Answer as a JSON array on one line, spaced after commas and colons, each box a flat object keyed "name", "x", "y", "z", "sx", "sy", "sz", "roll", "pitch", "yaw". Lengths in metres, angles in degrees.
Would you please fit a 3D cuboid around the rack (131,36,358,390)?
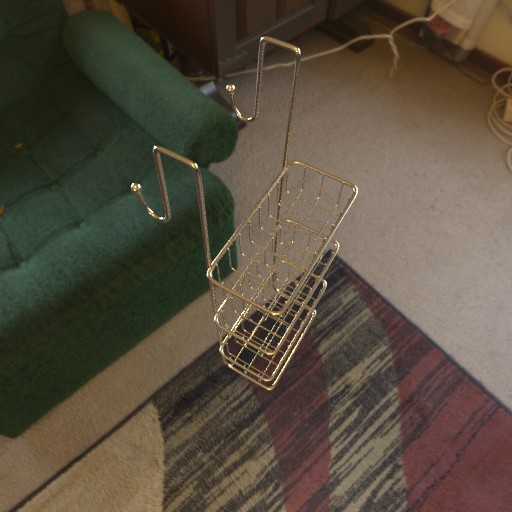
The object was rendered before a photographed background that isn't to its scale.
[{"name": "rack", "x": 0.000, "y": 0.000, "z": 0.673, "sx": 0.202, "sy": 0.574, "sz": 0.228, "roll": 27, "pitch": 62, "yaw": 15}]
